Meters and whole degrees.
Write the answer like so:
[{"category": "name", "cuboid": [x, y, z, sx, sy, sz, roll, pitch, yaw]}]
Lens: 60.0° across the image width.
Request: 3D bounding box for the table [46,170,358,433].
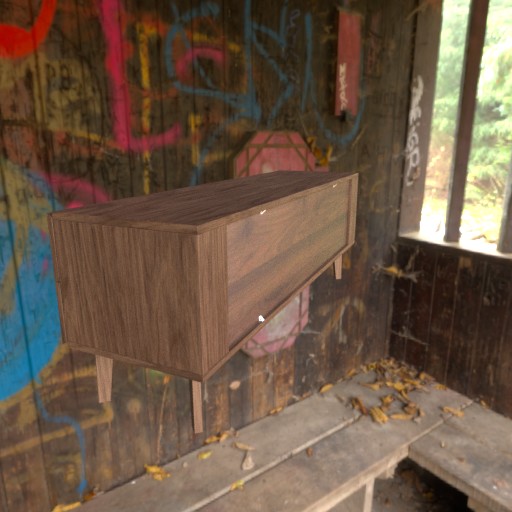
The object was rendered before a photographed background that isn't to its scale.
[{"category": "table", "cuboid": [0.000, 0.000, 1.604, 0.405, 0.508, 1.397, 7, 17, 24]}]
